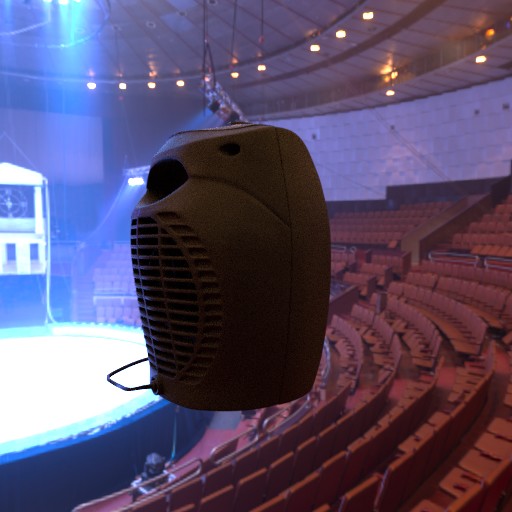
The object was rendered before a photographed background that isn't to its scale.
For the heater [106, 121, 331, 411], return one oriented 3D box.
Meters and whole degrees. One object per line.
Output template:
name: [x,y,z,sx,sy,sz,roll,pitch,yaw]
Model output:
heater: [0.000,0.000,0.470,0.291,0.240,0.239,-1,2,-35]
